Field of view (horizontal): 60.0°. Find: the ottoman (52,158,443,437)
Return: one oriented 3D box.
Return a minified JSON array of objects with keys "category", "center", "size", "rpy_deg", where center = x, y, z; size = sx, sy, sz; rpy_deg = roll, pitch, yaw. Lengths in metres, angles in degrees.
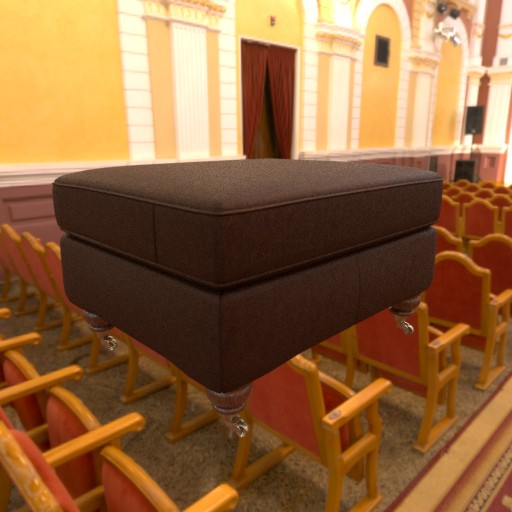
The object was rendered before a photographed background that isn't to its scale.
[{"category":"ottoman","center":[0.000,0.000,1.765],"size":[1.187,0.730,0.967],"rpy_deg":[-15,21,-43]}]
